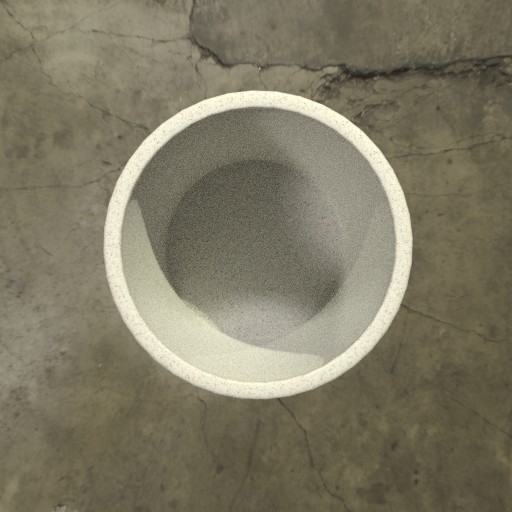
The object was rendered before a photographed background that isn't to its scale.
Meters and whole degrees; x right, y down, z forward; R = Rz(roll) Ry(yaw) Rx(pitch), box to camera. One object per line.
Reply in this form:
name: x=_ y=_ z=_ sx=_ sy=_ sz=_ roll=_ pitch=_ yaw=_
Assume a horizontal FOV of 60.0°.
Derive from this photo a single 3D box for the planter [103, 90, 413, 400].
planter: x=0.000 y=0.000 z=0.650 sx=0.313 sy=0.423 sz=0.335 roll=0 pitch=90 yaw=-1
